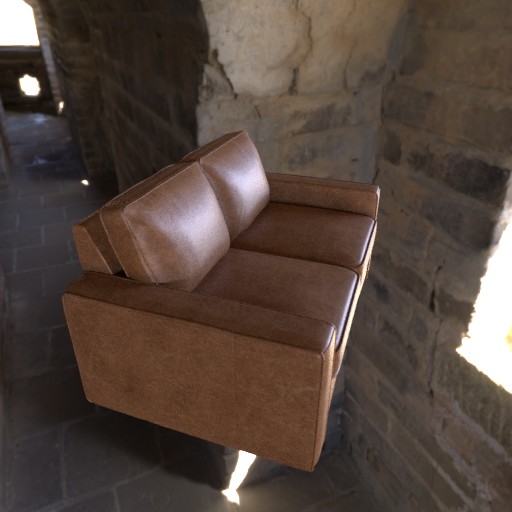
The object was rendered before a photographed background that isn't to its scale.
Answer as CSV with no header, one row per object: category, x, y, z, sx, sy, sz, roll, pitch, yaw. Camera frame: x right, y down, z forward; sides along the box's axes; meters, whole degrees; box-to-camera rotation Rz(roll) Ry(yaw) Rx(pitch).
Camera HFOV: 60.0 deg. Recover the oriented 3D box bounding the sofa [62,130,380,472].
sofa,0.000,0.000,2.127,1.020,0.896,1.532,10,31,17
